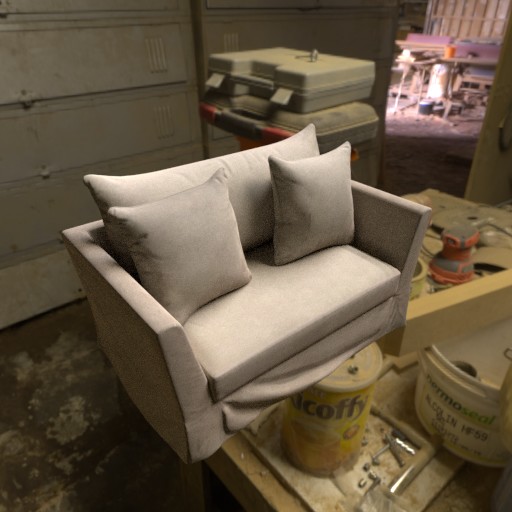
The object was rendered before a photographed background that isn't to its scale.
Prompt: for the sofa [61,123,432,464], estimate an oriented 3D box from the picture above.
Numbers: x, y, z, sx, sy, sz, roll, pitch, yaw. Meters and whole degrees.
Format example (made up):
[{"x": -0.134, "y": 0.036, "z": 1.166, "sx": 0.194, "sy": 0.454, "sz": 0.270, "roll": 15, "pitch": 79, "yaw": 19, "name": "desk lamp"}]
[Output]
[{"x": 0.000, "y": 0.000, "z": 2.312, "sx": 1.608, "sy": 1.040, "sz": 1.035, "roll": -22, "pitch": 37, "yaw": -33, "name": "sofa"}]
